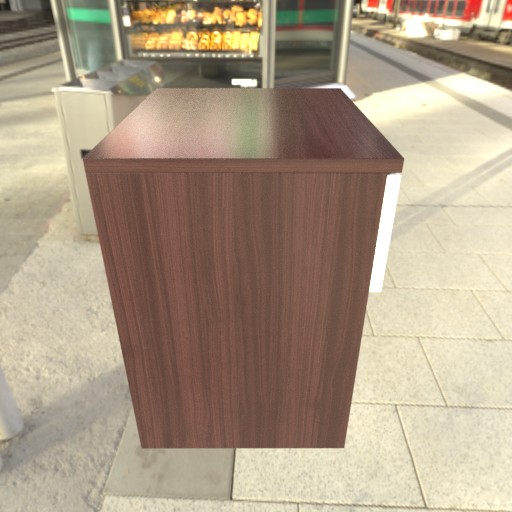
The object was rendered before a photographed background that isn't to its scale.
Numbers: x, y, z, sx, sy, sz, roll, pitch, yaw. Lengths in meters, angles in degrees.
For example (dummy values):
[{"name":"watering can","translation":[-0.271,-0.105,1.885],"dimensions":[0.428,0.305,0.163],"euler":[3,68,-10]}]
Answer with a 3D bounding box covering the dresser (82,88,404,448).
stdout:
[{"name":"dresser","translation":[0.000,0.000,0.750],"dimensions":[0.360,0.470,0.400],"euler":[0,31,0]}]
